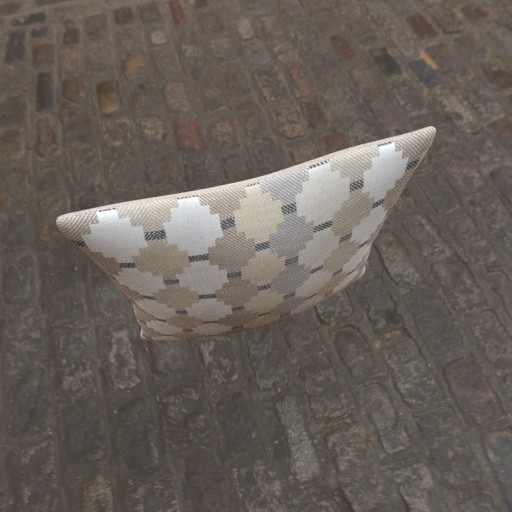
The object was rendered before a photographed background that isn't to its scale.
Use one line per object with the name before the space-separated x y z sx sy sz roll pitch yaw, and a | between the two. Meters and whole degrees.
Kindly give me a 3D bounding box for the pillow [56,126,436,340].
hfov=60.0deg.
pillow | 0.000 0.000 0.864 0.578 0.558 0.192 -16 65 -8
